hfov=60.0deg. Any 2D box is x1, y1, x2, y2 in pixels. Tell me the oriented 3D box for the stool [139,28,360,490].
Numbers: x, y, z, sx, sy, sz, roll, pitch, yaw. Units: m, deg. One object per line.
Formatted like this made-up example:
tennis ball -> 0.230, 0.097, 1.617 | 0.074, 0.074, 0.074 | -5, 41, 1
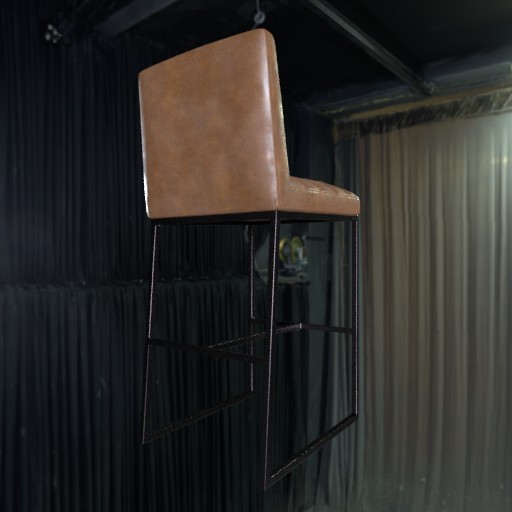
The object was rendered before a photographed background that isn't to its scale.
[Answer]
stool -> 0.000, 0.000, 1.352 | 0.463, 1.065, 0.562 | 0, 0, 36
